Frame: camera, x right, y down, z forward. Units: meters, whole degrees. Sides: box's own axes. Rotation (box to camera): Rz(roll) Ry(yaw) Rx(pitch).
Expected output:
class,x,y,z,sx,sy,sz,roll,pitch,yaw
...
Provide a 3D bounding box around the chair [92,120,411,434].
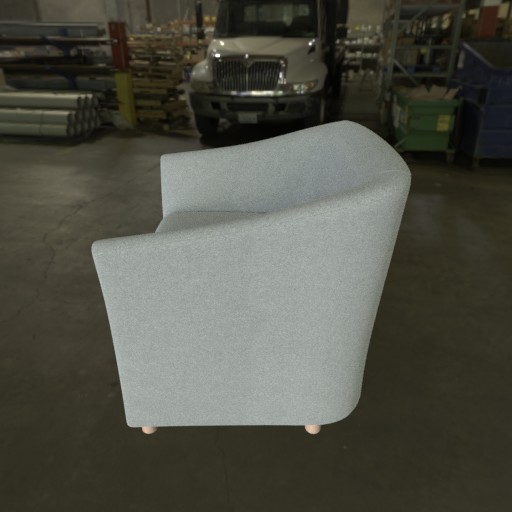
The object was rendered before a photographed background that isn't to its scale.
class,x,y,z,sx,sy,sz,roll,pitch,yaw
chair,0.000,0.000,1.354,0.700,0.720,0.790,0,27,0
